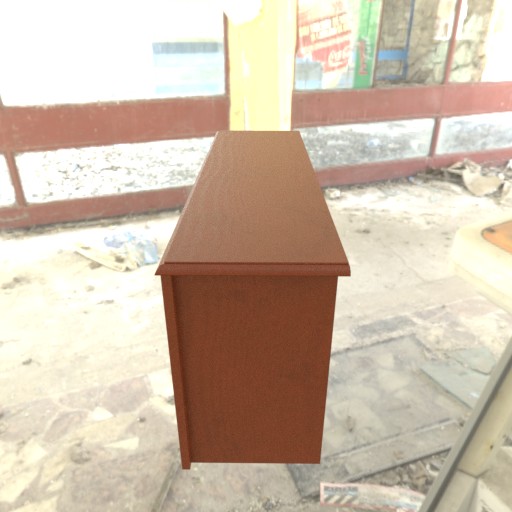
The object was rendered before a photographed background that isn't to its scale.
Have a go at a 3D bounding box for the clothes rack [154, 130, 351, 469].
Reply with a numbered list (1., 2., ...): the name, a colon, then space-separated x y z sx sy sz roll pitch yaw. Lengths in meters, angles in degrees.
1. clothes rack: 0.000 0.000 1.503 0.362 0.594 1.251 0 27 1
